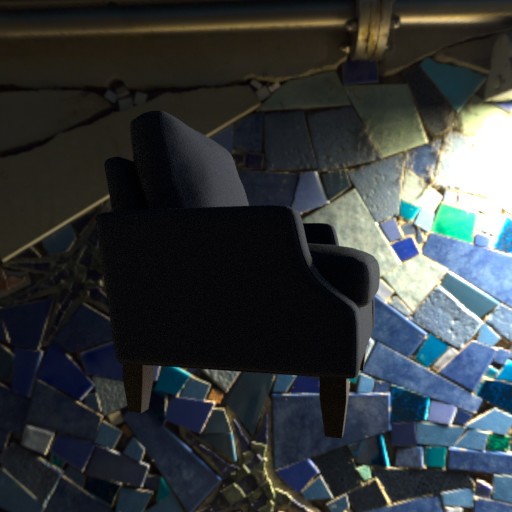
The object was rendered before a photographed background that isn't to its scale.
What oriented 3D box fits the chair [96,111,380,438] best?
[{"bbox_3d":[0.000,0.000,1.692,0.897,0.991,0.855,0,0,18],"label":"chair"}]
